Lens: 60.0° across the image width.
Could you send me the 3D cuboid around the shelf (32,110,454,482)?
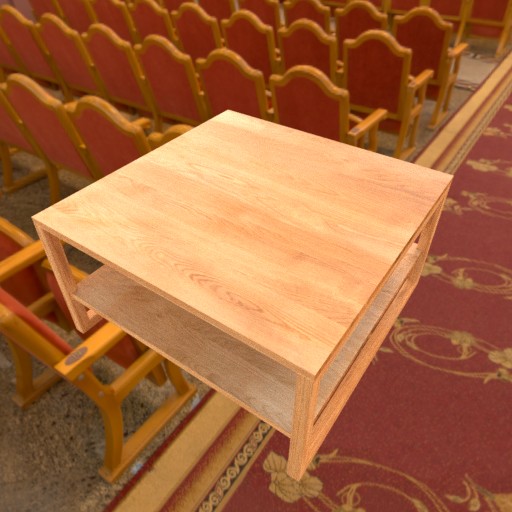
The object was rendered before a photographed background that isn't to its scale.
[{"bbox_3d":[0.000,0.000,1.474,0.899,0.480,0.899,25,47,26],"label":"shelf"}]
